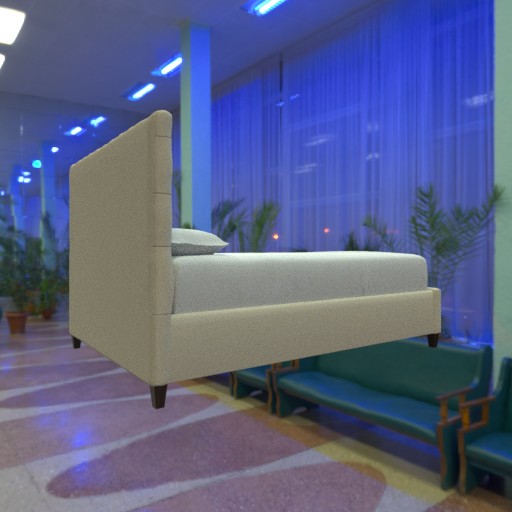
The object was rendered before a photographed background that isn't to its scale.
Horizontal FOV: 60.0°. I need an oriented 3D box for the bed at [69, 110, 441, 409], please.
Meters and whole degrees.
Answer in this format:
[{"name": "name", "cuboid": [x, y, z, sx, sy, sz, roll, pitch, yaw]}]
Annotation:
[{"name": "bed", "cuboid": [0.000, 0.000, 3.446, 2.387, 1.427, 1.698, -1, 1, -35]}]
